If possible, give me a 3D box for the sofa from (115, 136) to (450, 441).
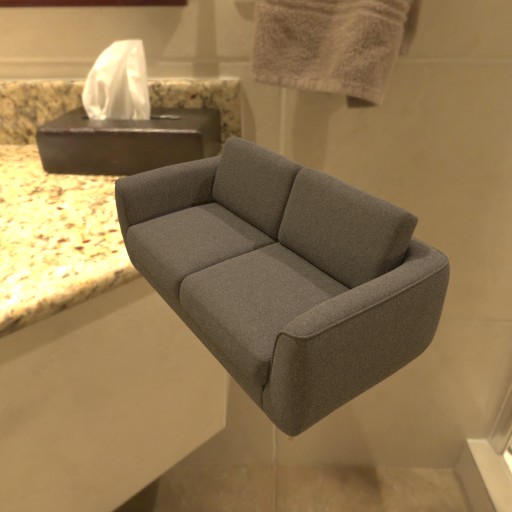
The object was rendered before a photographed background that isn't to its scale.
[{"bbox_3d":[0.000,0.000,2.257,0.920,0.870,1.700,-20,36,-30],"label":"sofa"}]
